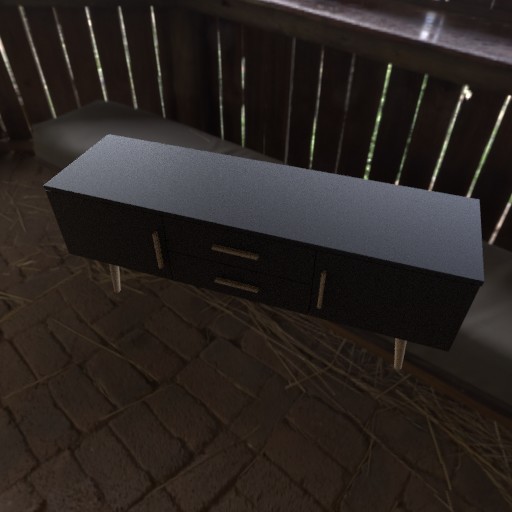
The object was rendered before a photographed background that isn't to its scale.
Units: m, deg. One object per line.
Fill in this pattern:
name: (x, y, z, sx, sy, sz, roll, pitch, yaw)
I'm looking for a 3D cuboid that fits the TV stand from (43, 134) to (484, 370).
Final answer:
TV stand: (0.000, 0.000, 1.548, 1.312, 0.518, 0.390, 13, 44, 14)
